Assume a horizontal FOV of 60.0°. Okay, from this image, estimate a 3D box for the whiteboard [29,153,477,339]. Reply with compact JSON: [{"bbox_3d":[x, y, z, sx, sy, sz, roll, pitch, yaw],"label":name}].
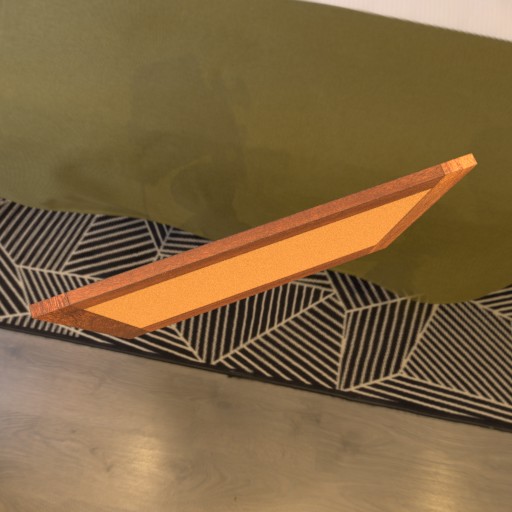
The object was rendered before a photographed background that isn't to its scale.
[{"bbox_3d":[0.000,0.000,1.013,0.783,0.559,0.083,-19,77,-5],"label":"whiteboard"}]
